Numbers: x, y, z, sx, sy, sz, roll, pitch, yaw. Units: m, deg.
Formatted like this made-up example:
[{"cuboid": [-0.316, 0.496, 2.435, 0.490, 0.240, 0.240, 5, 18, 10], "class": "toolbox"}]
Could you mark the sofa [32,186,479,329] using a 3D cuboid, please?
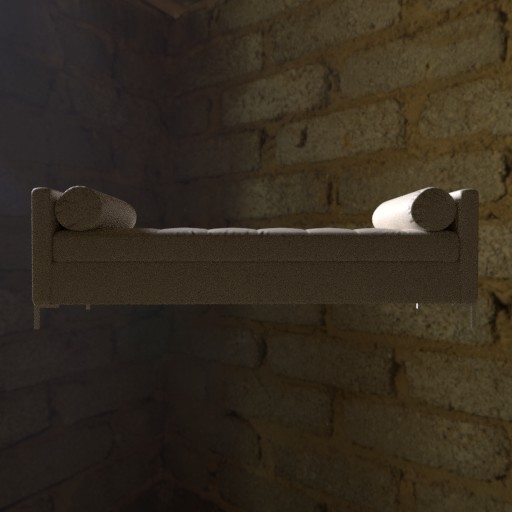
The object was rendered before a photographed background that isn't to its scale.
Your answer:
[{"cuboid": [0.000, 0.000, 2.295, 1.981, 0.635, 0.686, 0, 1, -1], "class": "sofa"}]
